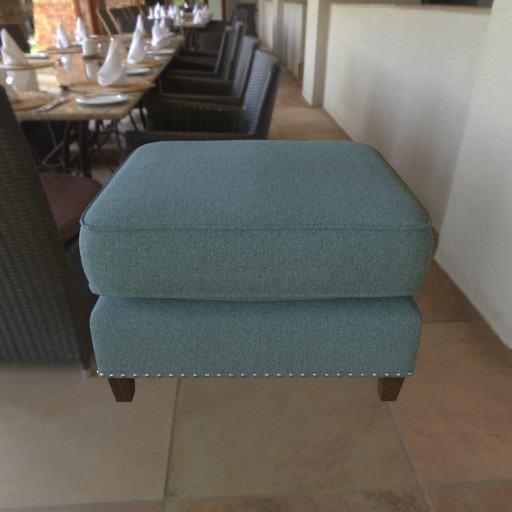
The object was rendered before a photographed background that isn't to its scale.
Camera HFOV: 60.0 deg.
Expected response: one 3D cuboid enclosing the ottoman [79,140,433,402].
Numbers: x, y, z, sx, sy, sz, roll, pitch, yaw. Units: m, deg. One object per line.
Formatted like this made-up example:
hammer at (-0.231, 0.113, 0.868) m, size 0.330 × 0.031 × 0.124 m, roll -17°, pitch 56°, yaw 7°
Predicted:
ottoman at (0.000, 0.000, 1.180) m, size 0.738 × 0.537 × 0.589 m, roll 0°, pitch 30°, yaw 0°
